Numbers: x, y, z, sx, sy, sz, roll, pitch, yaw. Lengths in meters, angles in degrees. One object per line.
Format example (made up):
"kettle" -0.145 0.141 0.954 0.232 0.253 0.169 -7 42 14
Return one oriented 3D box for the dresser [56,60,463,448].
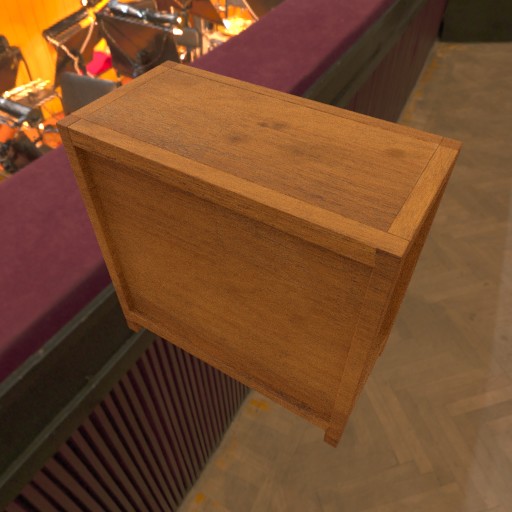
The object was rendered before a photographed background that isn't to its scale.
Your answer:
"dresser" 0.000 0.000 1.265 0.804 0.804 0.427 24 51 21
